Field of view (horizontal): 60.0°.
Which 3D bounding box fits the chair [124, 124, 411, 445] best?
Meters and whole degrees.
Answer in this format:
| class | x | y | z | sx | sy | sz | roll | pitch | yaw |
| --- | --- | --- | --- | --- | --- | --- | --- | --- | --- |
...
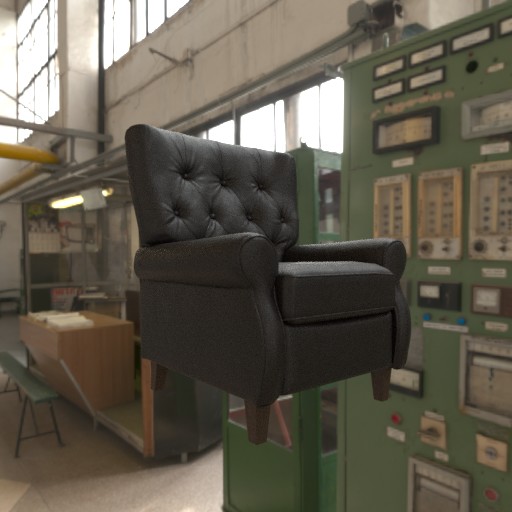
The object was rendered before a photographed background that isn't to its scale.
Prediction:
| class | x | y | z | sx | sy | sz | roll | pitch | yaw |
| --- | --- | --- | --- | --- | --- | --- | --- | --- | --- |
| chair | 0.000 | 0.000 | 1.910 | 0.948 | 1.158 | 1.058 | 0 | 0 | -39 |
